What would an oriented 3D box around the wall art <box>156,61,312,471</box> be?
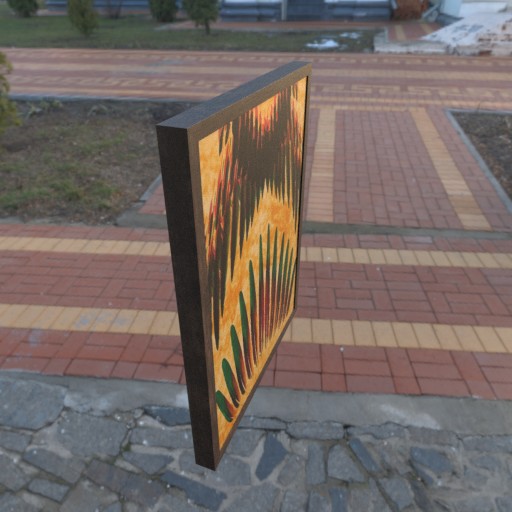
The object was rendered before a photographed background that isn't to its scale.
[{"bbox_3d":[0.000,0.000,0.553,0.027,0.406,0.329,12,34,18],"label":"wall art"}]
